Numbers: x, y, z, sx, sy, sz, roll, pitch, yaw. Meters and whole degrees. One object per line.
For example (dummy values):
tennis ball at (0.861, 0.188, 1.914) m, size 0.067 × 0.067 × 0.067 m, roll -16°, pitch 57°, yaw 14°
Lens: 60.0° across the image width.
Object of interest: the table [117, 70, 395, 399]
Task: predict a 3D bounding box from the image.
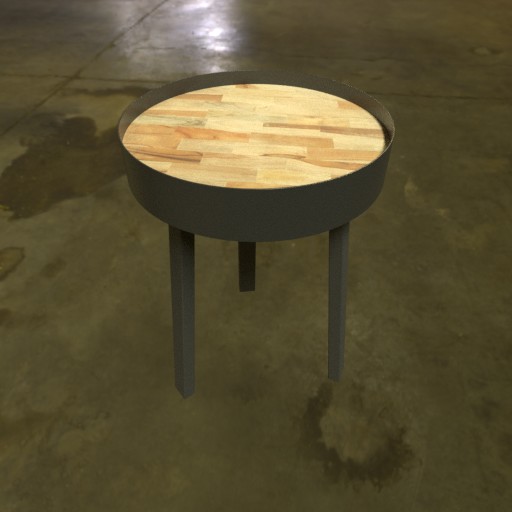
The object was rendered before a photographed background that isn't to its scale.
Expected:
table at (0.000, 0.000, 0.850) m, size 0.406 × 0.559 × 0.406 m, roll 0°, pitch 41°, yaw 0°
